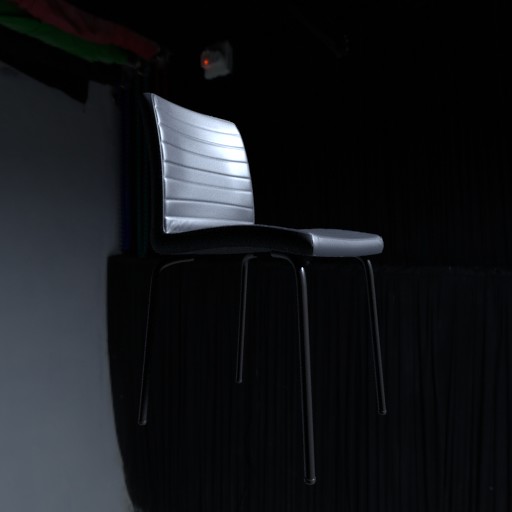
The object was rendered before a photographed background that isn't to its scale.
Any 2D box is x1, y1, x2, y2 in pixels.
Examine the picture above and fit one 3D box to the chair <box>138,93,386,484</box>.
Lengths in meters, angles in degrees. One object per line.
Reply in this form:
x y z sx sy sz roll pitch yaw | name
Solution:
0.000 0.000 1.190 0.572 0.872 0.450 1 2 34 | chair
